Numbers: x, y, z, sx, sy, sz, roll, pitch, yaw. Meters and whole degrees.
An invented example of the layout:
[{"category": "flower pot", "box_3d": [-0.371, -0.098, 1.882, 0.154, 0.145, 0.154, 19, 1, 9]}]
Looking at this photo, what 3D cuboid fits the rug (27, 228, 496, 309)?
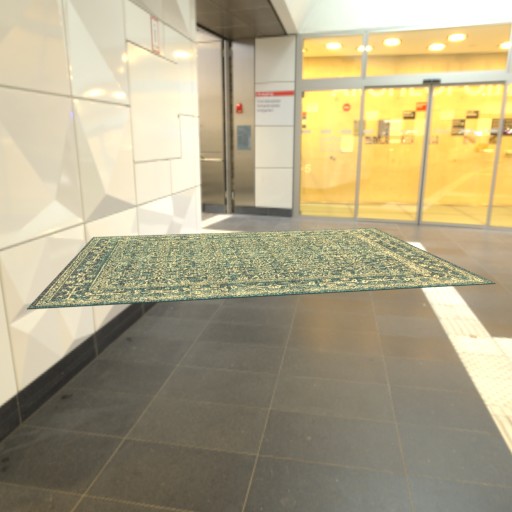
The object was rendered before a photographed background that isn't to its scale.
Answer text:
[{"category": "rug", "box_3d": [0.000, 0.000, 2.265, 1.819, 0.005, 1.200, -2, 15, -9]}]
